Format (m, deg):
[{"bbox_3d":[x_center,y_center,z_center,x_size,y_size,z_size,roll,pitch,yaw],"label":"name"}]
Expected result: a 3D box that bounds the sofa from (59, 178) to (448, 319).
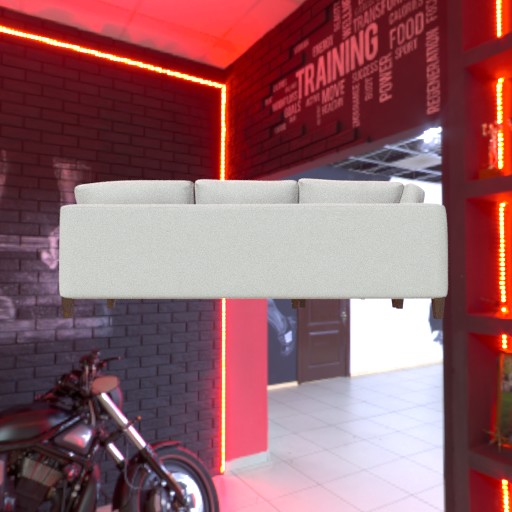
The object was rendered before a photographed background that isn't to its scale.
[{"bbox_3d":[0.000,0.000,4.596,2.593,0.956,3.459,0,-2,1],"label":"sofa"}]
